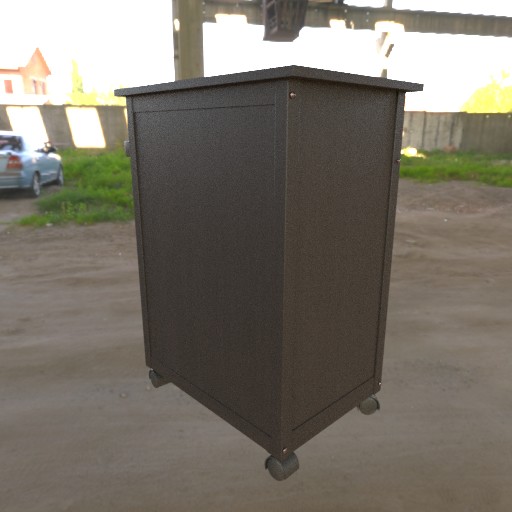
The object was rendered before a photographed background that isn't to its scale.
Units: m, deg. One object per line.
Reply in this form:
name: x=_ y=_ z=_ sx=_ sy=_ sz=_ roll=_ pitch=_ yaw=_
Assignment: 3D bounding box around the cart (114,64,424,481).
cart: x=0.000 y=0.000 z=1.229 sx=0.456 sy=0.879 sz=0.660 roll=-15 pitch=21 yaw=-42
